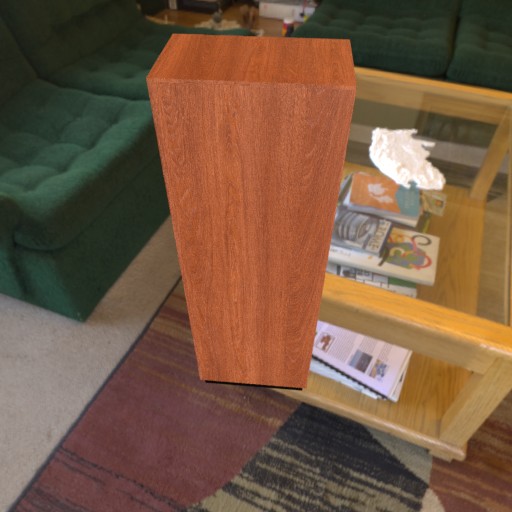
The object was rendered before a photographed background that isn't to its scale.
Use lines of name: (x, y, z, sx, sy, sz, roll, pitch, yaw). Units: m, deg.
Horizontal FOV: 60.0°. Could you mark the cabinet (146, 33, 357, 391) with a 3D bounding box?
cabinet: (0.000, 0.000, 2.235, 0.660, 1.980, 0.420, 4, 46, 4)
